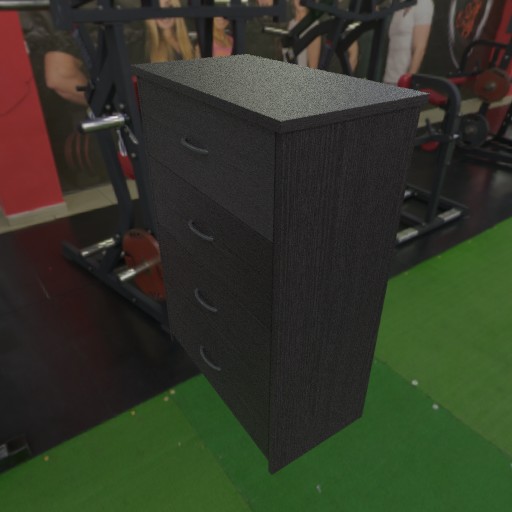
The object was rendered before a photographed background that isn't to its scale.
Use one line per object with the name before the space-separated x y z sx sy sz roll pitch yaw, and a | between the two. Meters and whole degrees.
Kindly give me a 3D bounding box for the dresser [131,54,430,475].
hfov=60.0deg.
dresser | 0.000 0.000 1.344 0.399 1.020 0.704 -19 37 -28
